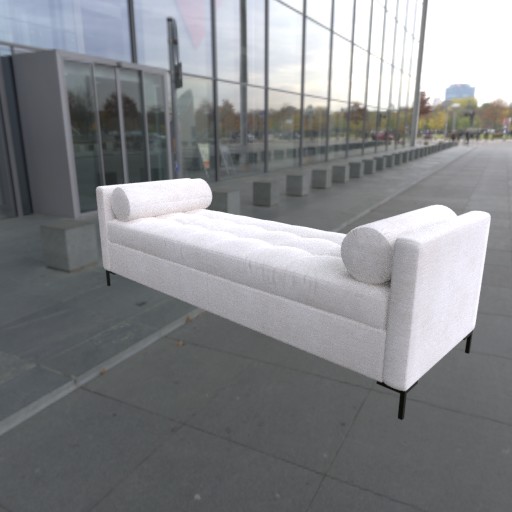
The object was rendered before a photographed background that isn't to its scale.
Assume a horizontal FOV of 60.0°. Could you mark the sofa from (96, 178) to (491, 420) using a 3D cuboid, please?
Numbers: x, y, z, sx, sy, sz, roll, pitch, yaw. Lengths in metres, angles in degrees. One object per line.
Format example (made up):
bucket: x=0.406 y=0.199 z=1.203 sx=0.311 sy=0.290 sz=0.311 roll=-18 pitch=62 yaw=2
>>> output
sofa: x=0.000 y=0.000 z=2.284 sx=1.981 sy=0.635 sz=0.686 roll=14 pitch=21 yaw=41
